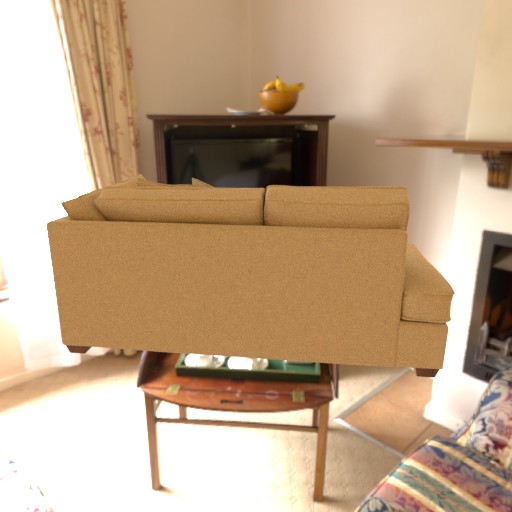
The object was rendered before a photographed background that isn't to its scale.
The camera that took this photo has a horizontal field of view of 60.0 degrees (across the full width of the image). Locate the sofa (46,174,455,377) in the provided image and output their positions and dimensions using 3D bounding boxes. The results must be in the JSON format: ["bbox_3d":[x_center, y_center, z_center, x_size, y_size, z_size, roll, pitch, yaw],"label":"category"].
[{"bbox_3d":[0.000,0.000,2.923,2.237,1.033,1.110,2,17,7],"label":"sofa"}]
